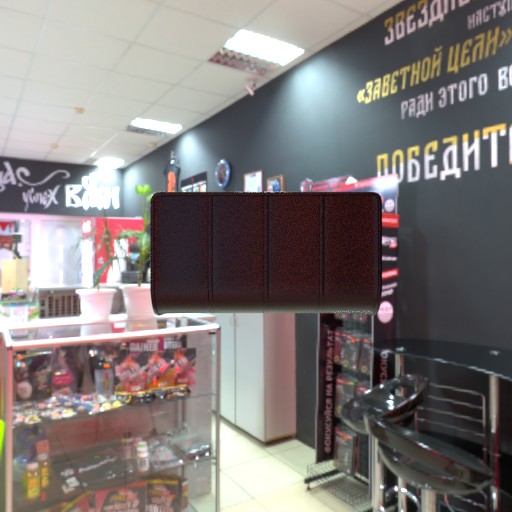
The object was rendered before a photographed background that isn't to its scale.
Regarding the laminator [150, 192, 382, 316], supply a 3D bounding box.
[{"bbox_3d":[0.000,0.000,0.383,0.123,0.062,0.340,0,0,0],"label":"laminator"}]
